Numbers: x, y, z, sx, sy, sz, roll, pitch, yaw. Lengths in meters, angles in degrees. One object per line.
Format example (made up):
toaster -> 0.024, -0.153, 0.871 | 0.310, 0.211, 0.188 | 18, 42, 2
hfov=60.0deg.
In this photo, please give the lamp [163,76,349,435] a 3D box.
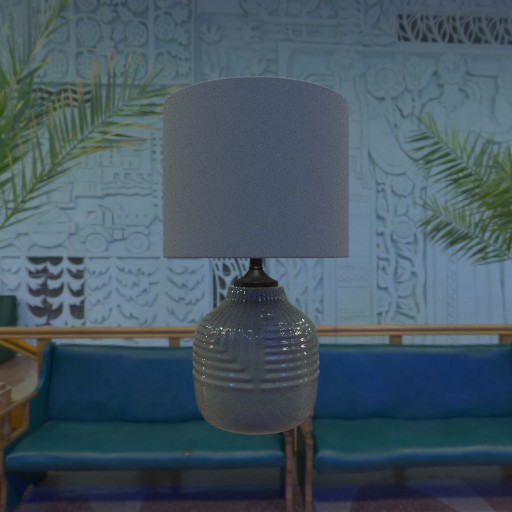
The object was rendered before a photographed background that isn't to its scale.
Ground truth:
lamp -> 0.000, 0.000, 0.772 | 0.318, 0.567, 0.318 | 0, 0, 0
